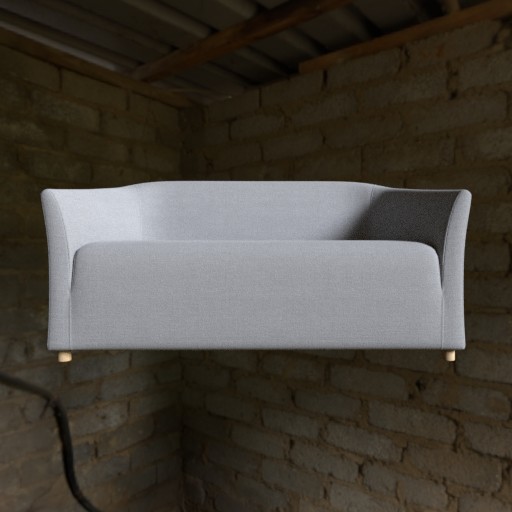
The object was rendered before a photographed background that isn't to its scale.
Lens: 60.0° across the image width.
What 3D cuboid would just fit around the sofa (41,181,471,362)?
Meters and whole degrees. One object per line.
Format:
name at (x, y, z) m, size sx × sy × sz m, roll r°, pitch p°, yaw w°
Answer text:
sofa at (0.000, 0.000, 1.828) m, size 1.452 × 0.721 × 0.705 m, roll 0°, pitch 0°, yaw -1°
